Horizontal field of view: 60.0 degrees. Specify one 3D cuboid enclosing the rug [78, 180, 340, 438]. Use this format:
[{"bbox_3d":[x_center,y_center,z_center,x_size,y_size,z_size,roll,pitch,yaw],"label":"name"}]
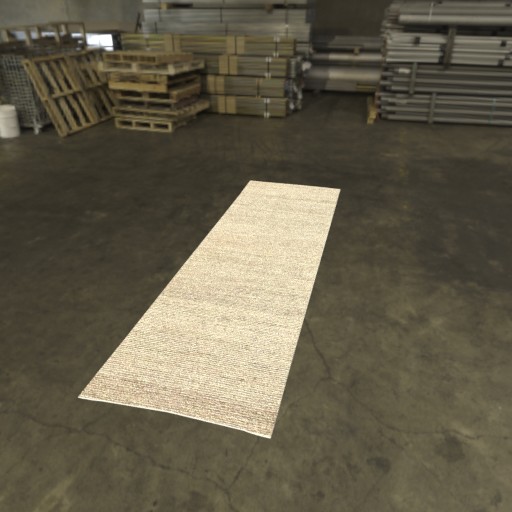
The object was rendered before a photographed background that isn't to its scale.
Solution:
[{"bbox_3d":[0.000,0.000,2.577,0.741,0.014,2.390,8,31,13],"label":"rug"}]
